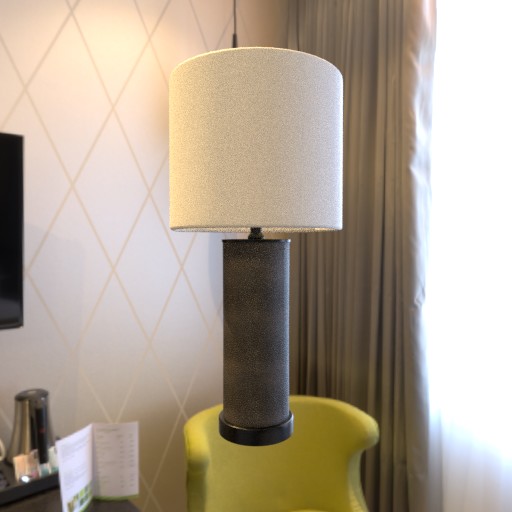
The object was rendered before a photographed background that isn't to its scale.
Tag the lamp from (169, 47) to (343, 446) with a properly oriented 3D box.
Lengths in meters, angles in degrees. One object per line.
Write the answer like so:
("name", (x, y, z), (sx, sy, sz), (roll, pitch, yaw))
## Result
("lamp", (0.000, 0.000, 0.801), (0.305, 0.634, 0.305), (0, 2, 18))
